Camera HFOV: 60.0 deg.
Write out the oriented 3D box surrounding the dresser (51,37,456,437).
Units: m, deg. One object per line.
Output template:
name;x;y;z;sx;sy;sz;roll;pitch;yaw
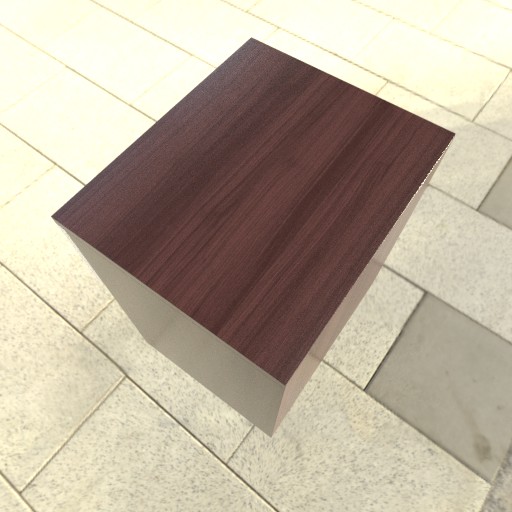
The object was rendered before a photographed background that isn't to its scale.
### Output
dresser;0.000;0.000;0.762;0.360;0.470;0.400;33;67;16
